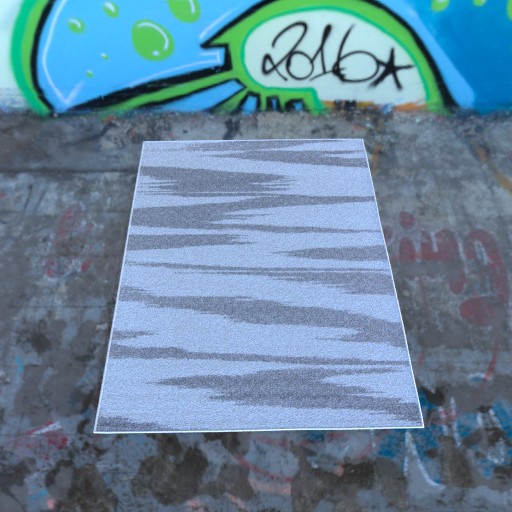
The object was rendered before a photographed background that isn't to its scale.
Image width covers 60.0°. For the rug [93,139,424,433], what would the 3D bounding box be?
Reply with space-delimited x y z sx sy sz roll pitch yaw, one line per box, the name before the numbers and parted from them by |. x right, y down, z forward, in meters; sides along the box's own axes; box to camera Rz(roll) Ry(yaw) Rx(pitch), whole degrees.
rug | 0.000 0.000 3.935 2.353 0.014 2.945 -1 57 -1
